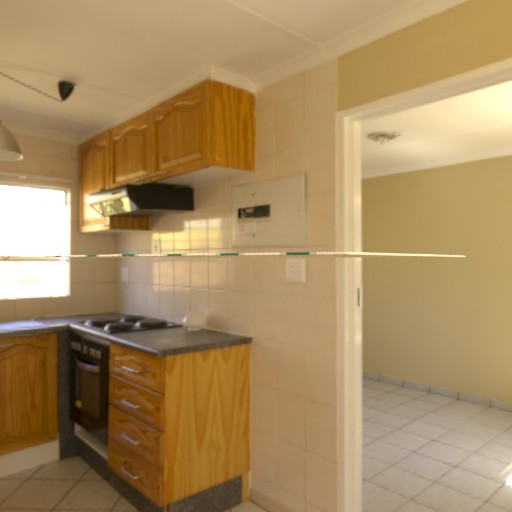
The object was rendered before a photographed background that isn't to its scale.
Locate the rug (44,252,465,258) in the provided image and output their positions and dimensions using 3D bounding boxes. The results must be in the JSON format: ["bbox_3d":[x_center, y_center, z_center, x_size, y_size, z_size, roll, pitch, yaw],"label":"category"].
[{"bbox_3d":[0.000,0.000,4.081,3.041,0.019,2.434,0,-1,38],"label":"rug"}]
